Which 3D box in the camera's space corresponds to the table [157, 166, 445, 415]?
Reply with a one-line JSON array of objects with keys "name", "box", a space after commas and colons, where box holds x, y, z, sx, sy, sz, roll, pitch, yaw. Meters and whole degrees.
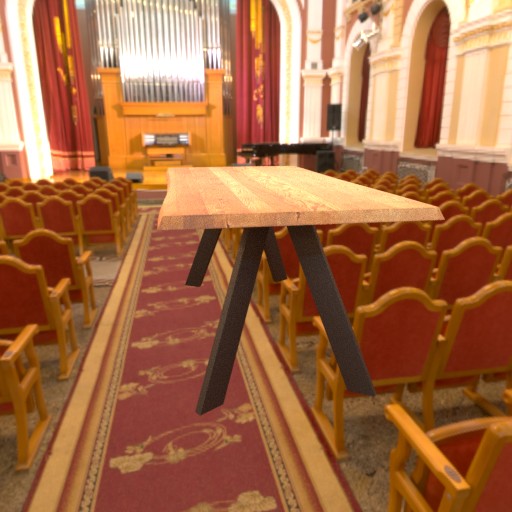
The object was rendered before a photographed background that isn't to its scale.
[{"name": "table", "box": [0.000, 0.000, 2.278, 0.900, 0.770, 1.800, -3, 16, -10]}]
